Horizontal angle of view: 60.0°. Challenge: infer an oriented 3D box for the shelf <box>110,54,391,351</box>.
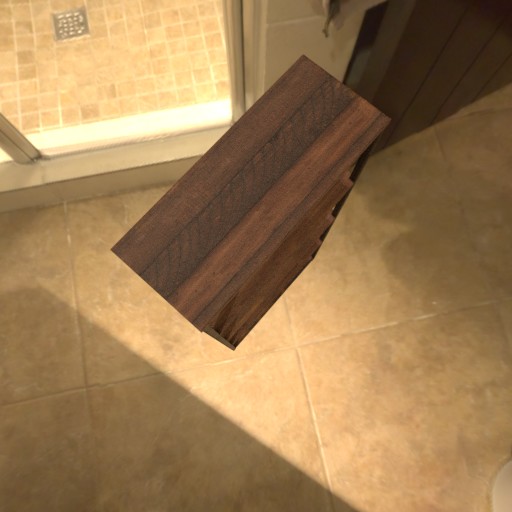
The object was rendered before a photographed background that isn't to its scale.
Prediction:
[{"bbox_3d":[0.000,0.000,2.237,0.359,1.860,0.874,40,80,9],"label":"shelf"}]
